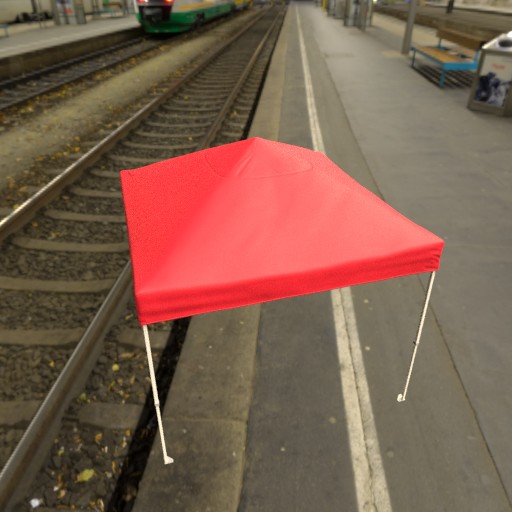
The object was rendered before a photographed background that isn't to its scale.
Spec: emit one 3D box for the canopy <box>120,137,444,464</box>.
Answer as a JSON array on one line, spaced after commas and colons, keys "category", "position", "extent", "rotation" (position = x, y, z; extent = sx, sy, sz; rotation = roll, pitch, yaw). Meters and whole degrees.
[{"category": "canopy", "position": [0.000, 0.000, 5.574], "extent": [2.996, 2.997, 2.998], "rotation": [-9, 32, -15]}]
